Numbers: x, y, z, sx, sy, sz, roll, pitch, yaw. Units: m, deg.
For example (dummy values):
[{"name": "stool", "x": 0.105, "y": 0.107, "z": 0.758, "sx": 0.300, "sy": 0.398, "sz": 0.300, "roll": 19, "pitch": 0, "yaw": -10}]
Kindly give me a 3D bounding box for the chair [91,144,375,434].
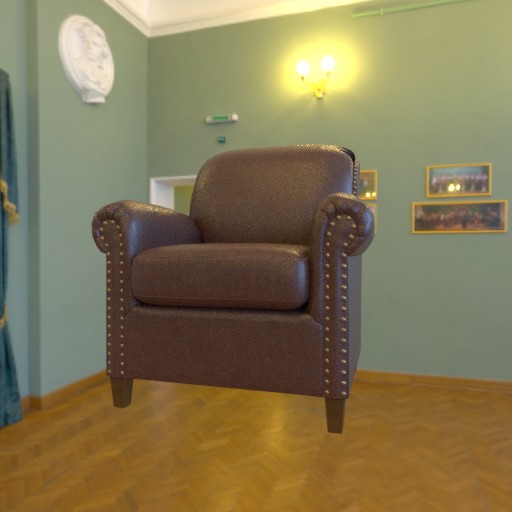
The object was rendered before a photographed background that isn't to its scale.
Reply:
[{"name": "chair", "x": 0.000, "y": 0.000, "z": 1.629, "sx": 0.854, "sy": 0.927, "sz": 0.890, "roll": 0, "pitch": 1, "yaw": 17}]
